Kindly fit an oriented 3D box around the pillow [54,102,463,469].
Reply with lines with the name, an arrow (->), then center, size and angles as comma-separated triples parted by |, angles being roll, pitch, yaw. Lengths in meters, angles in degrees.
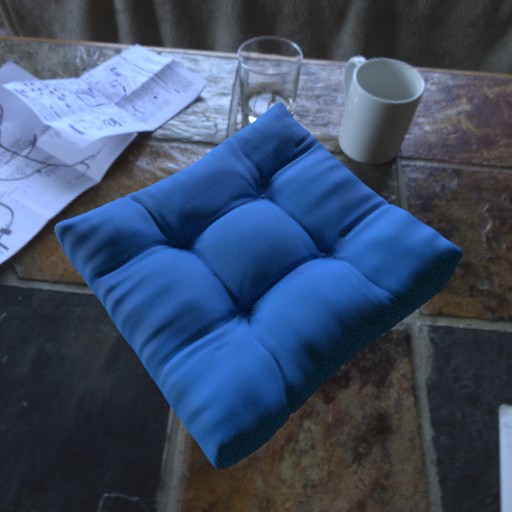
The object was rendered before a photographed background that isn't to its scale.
pillow -> 0.000, 0.000, 0.736 | 0.490, 0.128, 0.468 | -35, 65, -19
